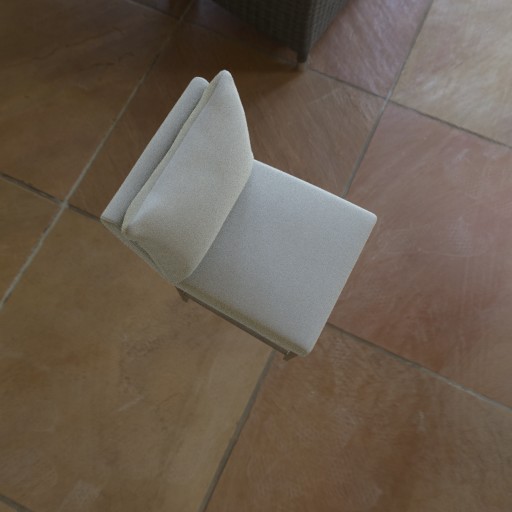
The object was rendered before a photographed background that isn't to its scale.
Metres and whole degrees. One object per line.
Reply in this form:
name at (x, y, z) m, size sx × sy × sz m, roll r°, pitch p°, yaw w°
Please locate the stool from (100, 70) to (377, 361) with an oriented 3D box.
stool at (0.000, 0.000, 1.467) m, size 0.572 × 1.125 × 0.463 m, roll 27°, pitch 76°, yaw 7°
